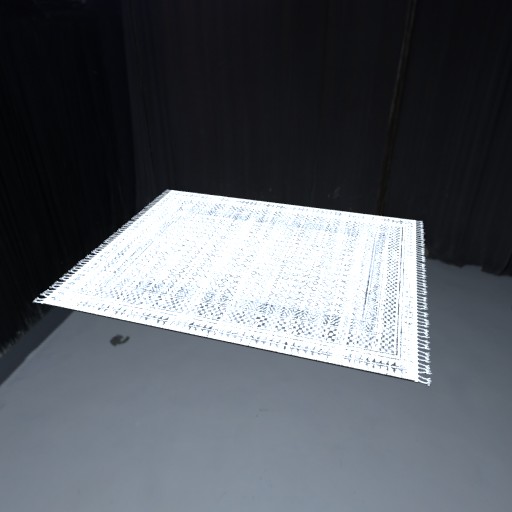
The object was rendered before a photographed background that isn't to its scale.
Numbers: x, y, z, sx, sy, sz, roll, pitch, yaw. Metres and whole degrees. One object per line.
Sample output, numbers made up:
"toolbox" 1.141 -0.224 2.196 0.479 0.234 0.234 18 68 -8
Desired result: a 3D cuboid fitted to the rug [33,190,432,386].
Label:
"rug" 0.000 0.000 3.994 2.940 0.013 2.312 9 32 14
